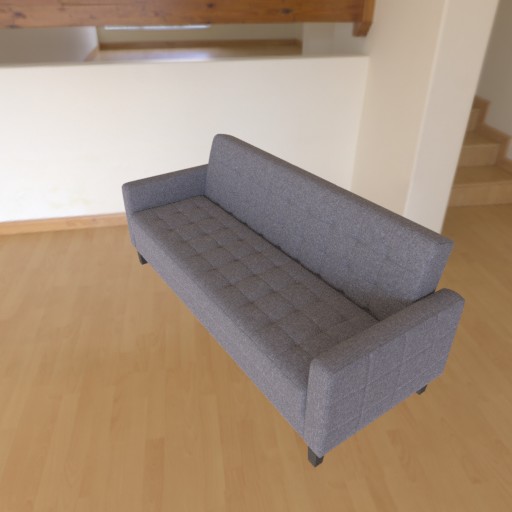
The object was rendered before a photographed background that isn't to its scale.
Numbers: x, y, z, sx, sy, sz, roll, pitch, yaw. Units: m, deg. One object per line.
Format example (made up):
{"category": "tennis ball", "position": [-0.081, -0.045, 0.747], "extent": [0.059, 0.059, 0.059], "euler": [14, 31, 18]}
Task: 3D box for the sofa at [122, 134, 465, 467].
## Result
{"category": "sofa", "position": [0.000, 0.000, 2.481], "extent": [0.810, 0.850, 2.040], "euler": [-20, 37, -29]}
